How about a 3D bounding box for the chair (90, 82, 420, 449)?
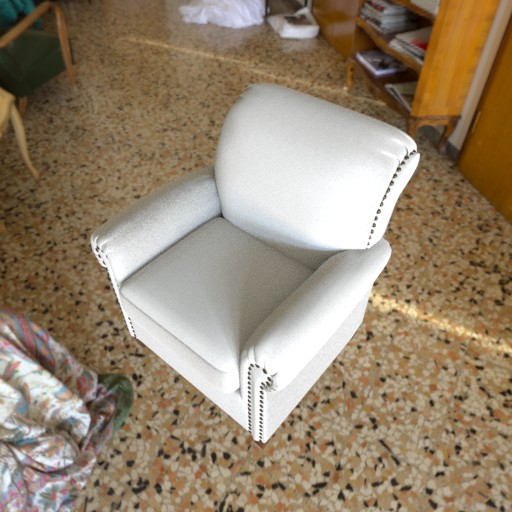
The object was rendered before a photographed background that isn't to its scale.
[{"bbox_3d":[0.000,0.000,1.620,0.854,0.927,0.890,31,53,27],"label":"chair"}]
